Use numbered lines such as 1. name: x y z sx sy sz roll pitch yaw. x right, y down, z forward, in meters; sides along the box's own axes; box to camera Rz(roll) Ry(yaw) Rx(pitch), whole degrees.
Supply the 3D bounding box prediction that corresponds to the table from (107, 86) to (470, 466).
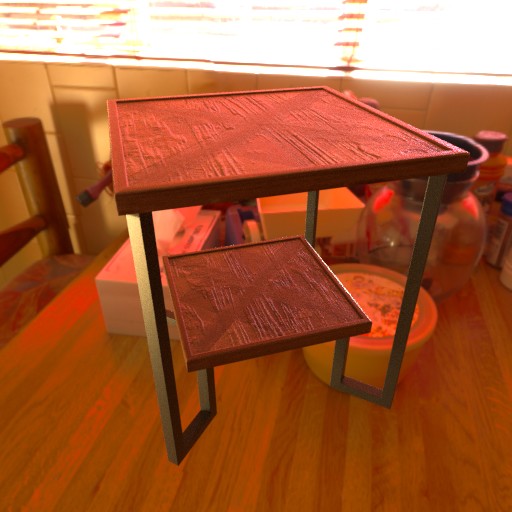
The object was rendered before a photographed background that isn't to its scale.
1. table: 0.000 0.000 0.937 0.503 0.563 0.503 -9 33 -14
